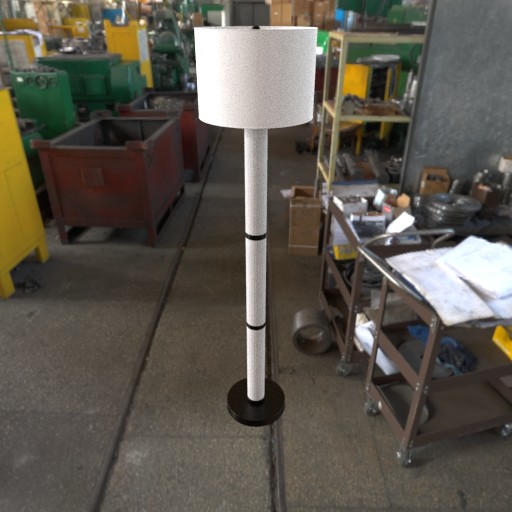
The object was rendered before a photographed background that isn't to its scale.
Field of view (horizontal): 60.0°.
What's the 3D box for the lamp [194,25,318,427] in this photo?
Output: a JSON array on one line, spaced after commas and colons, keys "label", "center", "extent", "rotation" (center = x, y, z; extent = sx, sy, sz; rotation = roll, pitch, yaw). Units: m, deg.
[{"label": "lamp", "center": [0.000, 0.000, 1.732], "extent": [0.377, 1.599, 0.377], "rotation": [-17, 33, -29]}]
